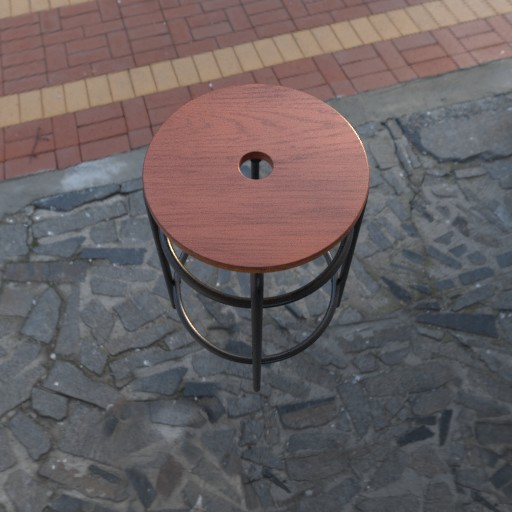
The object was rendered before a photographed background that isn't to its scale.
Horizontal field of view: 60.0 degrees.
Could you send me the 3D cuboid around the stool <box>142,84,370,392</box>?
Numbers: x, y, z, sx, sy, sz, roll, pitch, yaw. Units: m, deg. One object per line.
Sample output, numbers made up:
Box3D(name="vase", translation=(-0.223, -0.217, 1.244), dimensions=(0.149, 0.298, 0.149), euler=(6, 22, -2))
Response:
Box3D(name="stool", translation=(0.000, 0.000, 0.928), dimensions=(0.455, 0.610, 0.455), euler=(0, 64, 0))
